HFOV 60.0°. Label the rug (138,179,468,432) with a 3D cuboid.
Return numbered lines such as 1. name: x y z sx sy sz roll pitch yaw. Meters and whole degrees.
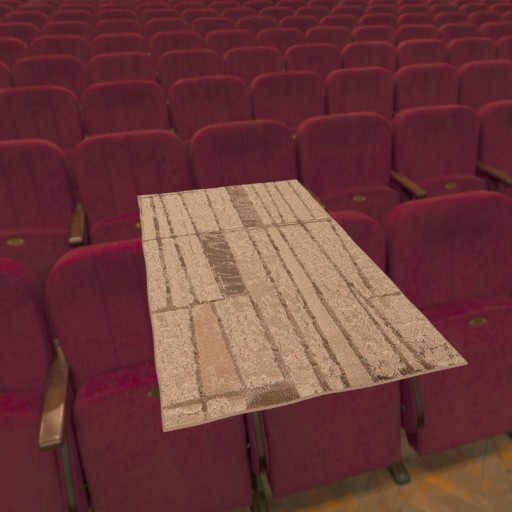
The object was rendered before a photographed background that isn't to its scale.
1. rug: 0.000 0.000 1.052 0.515 0.007 0.867 -8 32 -13
